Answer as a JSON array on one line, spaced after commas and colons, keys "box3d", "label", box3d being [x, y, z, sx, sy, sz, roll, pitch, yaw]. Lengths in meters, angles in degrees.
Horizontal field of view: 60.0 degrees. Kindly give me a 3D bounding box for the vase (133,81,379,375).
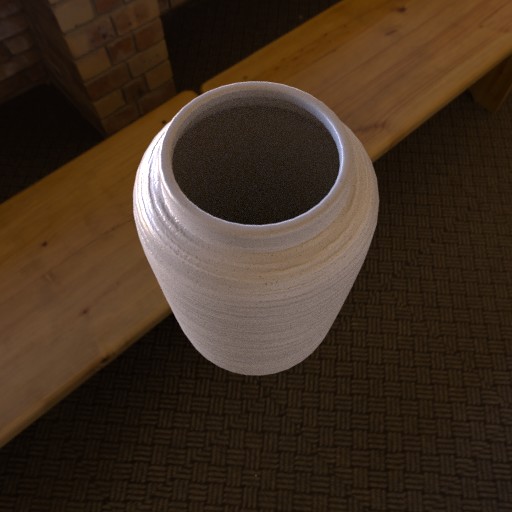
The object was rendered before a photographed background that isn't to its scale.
[{"box3d": [0.000, 0.000, 0.461, 0.202, 0.335, 0.202, 0, 64, 0], "label": "vase"}]
